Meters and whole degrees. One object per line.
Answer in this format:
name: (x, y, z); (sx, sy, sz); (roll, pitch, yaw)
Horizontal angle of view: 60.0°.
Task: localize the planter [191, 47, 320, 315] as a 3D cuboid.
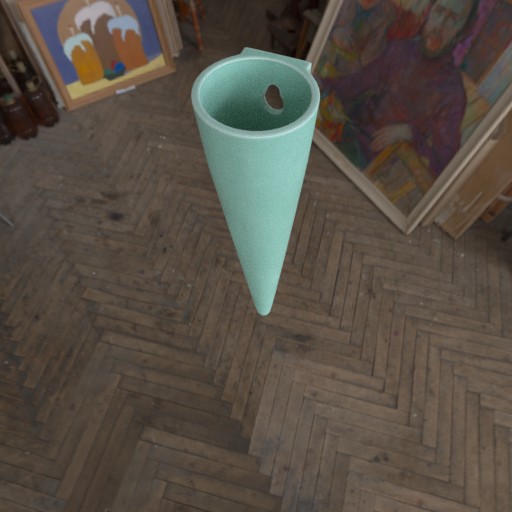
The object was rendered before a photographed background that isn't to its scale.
planter: (0.000, 0.000, 0.300); (0.054, 0.268, 0.055); (18, 61, 11)
